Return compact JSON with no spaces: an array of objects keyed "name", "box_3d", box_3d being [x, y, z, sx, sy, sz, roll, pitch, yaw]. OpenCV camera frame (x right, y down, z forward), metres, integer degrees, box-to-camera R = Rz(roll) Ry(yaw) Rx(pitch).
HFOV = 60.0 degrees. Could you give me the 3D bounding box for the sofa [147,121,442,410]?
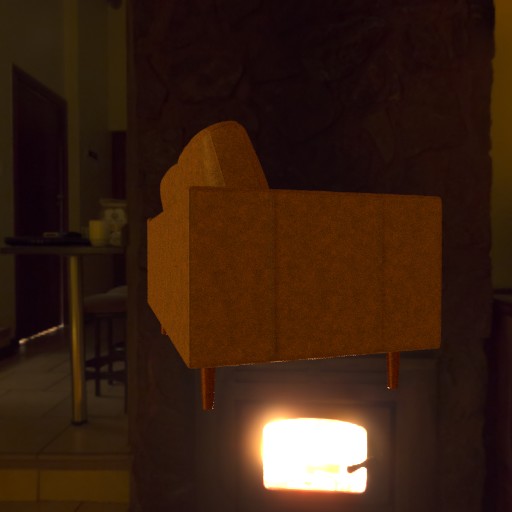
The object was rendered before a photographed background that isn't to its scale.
[{"name":"sofa","box_3d":[0.000,0.000,2.134,0.909,0.951,1.578,0,1,-18]}]
